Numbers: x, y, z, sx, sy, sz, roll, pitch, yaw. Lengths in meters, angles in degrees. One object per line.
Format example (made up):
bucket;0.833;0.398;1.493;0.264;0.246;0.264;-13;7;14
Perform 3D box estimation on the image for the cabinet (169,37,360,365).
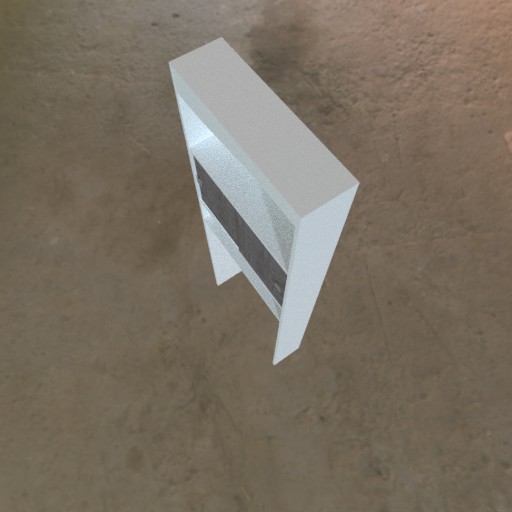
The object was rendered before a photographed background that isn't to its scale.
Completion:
cabinet;0.000;0.000;2.011;0.192;1.770;0.643;-32;69;-14
